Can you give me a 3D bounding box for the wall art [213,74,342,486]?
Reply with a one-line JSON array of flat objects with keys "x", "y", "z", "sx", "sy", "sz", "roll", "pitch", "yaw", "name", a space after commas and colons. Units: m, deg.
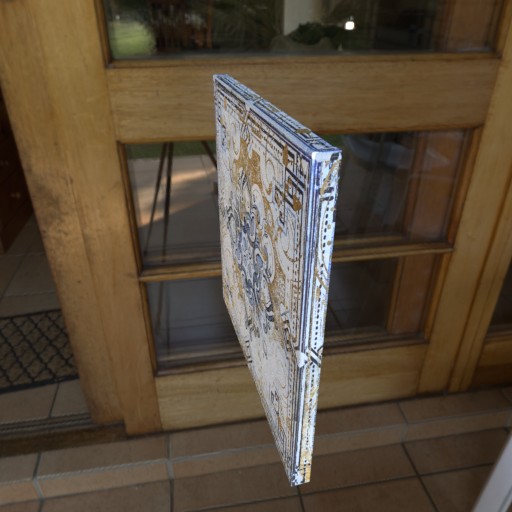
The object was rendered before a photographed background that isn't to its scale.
[{"x": 0.000, "y": 0.000, "z": 0.897, "sx": 0.036, "sy": 0.607, "sz": 0.609, "roll": -8, "pitch": 31, "yaw": -13, "name": "wall art"}]
